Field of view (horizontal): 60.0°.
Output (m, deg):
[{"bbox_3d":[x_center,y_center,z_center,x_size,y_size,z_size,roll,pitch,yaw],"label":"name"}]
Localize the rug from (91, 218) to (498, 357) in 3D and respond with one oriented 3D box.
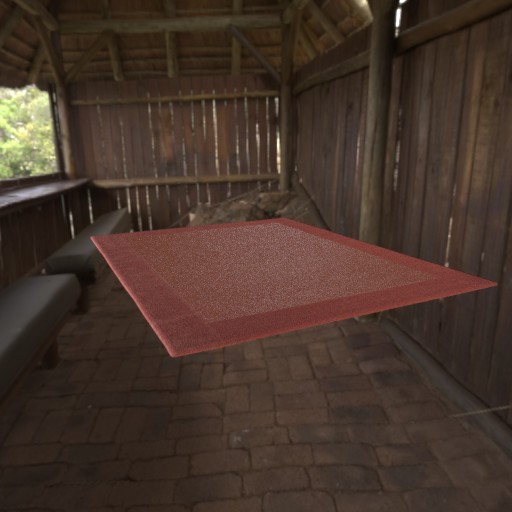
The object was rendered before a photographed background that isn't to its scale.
[{"bbox_3d":[0.000,0.000,3.951,2.430,0.018,2.976,-8,17,-26],"label":"rug"}]
